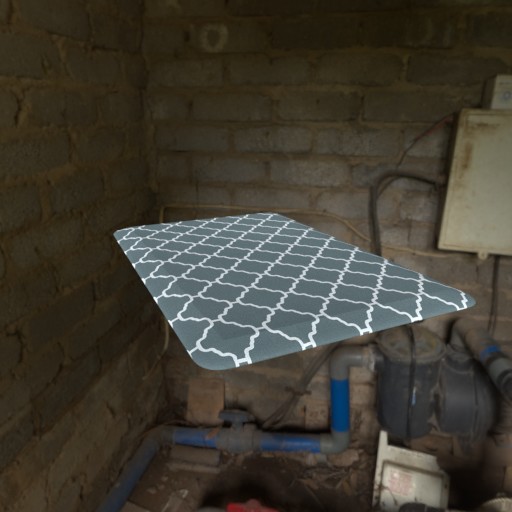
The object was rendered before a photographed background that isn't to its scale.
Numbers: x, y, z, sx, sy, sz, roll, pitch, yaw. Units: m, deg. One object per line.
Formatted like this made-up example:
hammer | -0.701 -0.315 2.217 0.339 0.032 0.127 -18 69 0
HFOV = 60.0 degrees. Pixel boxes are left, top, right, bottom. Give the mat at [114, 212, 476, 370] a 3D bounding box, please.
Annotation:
mat | 0.000 0.000 0.979 0.508 0.021 0.762 -8 20 -24
